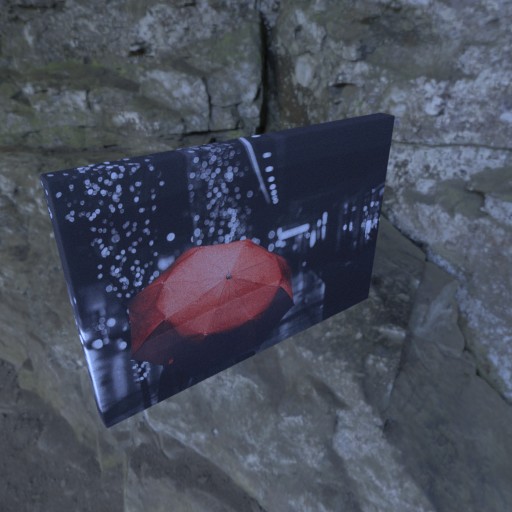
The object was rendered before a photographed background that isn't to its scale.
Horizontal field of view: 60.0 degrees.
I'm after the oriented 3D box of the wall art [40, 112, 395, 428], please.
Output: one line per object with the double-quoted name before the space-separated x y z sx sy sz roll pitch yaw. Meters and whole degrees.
"wall art" 0.000 0.000 0.767 0.609 0.406 0.037 -20 35 -31
